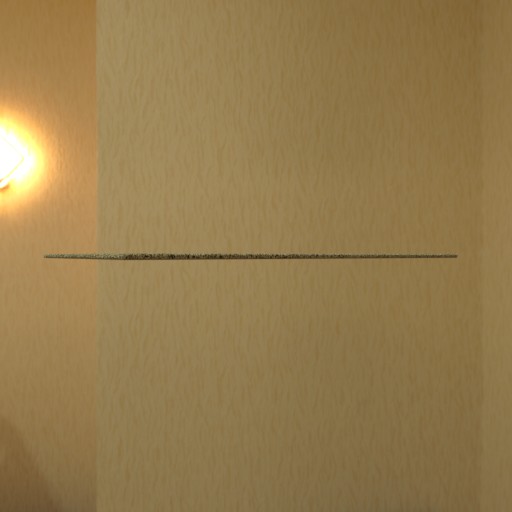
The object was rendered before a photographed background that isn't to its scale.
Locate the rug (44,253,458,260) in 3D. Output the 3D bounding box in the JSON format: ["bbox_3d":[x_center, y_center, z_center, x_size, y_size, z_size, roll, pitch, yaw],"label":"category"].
[{"bbox_3d":[0.000,0.000,3.479,2.743,0.030,1.778,0,0,-36],"label":"rug"}]
